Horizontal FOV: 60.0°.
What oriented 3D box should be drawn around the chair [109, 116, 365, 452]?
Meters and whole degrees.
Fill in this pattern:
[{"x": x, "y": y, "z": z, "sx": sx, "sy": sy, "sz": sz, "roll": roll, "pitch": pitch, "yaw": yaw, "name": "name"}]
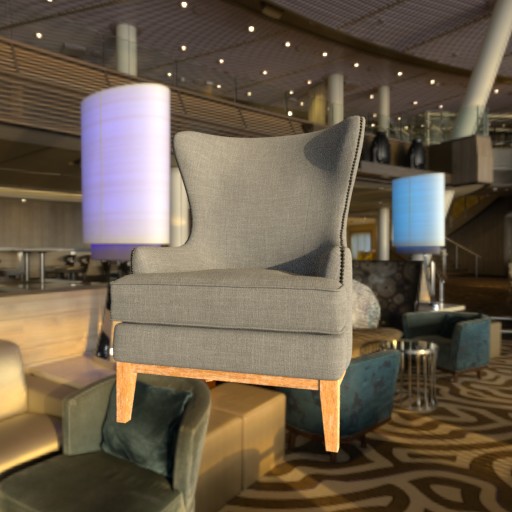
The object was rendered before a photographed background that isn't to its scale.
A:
[{"x": 0.000, "y": 0.000, "z": 1.839, "sx": 0.864, "sy": 1.176, "sz": 0.883, "roll": 0, "pitch": 1, "yaw": 18, "name": "chair"}]
